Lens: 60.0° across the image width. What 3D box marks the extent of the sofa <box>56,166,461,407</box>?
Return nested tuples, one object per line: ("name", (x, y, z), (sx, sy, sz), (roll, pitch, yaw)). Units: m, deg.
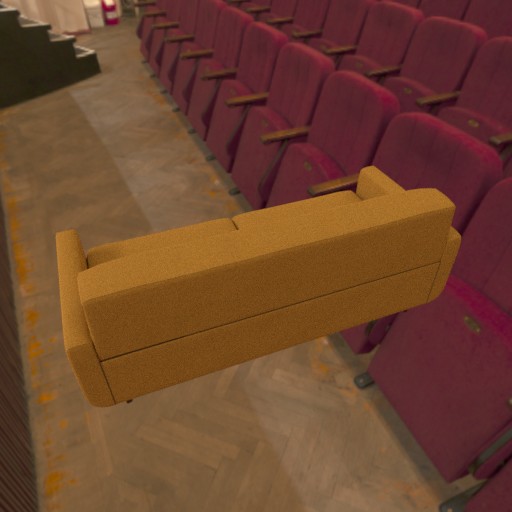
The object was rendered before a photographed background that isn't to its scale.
("sofa", (0.000, 0.000, 2.498), (2.029, 0.841, 0.909), (-14, 42, -16))
